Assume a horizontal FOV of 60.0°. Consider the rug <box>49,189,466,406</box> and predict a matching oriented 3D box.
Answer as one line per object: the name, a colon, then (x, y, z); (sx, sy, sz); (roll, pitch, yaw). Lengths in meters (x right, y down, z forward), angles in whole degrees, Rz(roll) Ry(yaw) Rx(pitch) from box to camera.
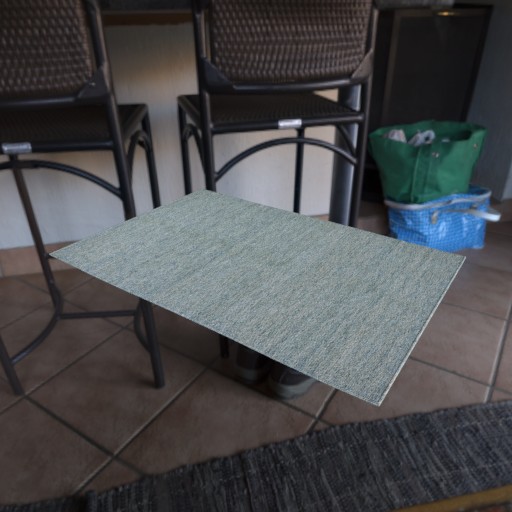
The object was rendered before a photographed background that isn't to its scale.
rug: (0.000, 0.000, 2.921); (2.283, 0.013, 1.547); (18, 33, 30)
